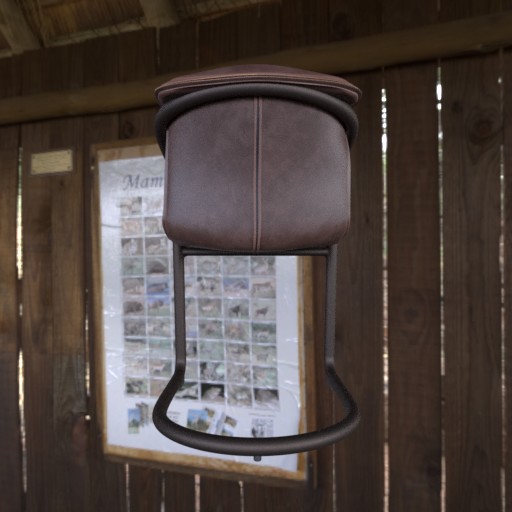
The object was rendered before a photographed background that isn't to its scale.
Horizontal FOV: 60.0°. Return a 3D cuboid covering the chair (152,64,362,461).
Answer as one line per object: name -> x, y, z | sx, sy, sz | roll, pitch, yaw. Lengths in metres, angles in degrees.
chair -> 0.000, 0.000, 1.220 | 0.536, 0.836, 0.664 | 0, -1, -1
